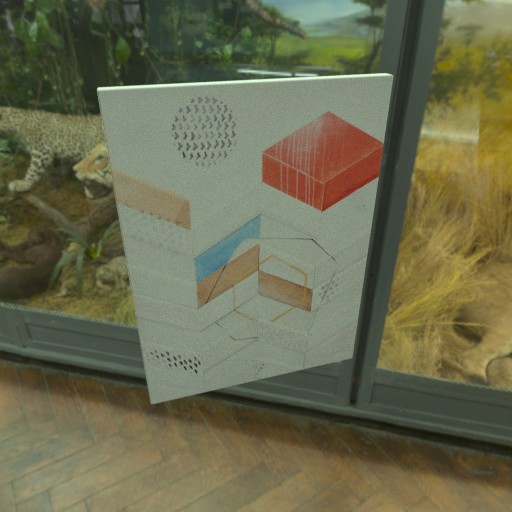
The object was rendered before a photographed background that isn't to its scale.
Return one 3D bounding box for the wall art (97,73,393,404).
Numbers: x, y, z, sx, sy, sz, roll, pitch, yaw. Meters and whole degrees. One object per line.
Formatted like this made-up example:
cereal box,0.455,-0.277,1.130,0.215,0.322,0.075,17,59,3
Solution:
wall art,0.000,0.000,1.362,0.759,1.014,0.045,-9,31,-15
